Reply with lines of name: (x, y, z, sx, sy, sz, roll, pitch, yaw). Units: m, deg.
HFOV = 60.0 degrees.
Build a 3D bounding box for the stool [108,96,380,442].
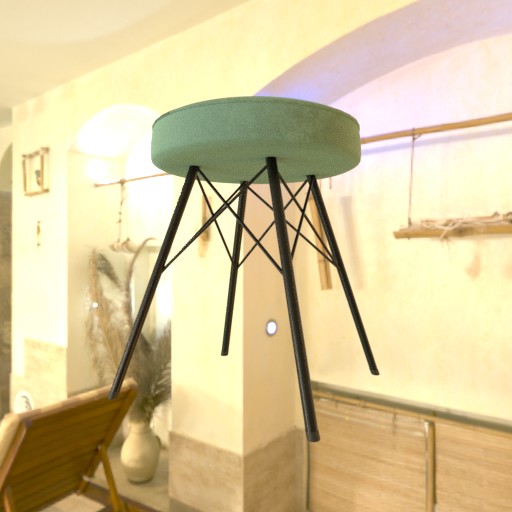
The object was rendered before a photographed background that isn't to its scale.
stool: (0.000, 0.000, 0.885, 0.458, 0.519, 0.457, 0, 0, 36)
